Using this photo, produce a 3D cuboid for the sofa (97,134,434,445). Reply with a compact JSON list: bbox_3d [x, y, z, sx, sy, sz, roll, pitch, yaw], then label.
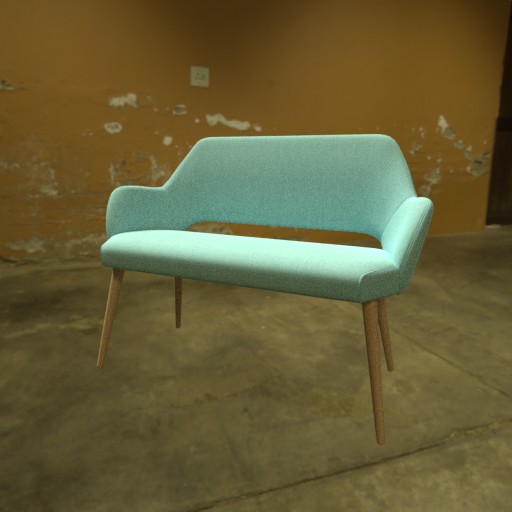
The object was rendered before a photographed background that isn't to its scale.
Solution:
[{"bbox_3d":[0.000,0.000,1.569,1.150,0.840,0.610,6,14,25],"label":"sofa"}]
